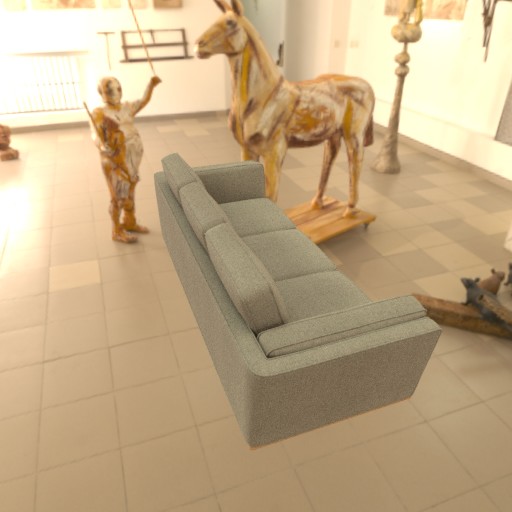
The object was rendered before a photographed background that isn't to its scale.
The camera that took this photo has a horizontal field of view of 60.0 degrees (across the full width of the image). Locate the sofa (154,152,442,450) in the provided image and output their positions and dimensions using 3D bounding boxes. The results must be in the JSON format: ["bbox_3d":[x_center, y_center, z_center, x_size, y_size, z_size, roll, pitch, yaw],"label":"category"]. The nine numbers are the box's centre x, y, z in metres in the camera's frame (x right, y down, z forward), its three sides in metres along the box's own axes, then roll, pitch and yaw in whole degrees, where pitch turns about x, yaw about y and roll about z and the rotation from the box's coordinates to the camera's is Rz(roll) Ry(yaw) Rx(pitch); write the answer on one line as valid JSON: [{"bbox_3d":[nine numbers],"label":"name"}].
[{"bbox_3d":[0.000,0.000,2.839,0.903,0.899,2.362,-11,33,-17],"label":"sofa"}]
